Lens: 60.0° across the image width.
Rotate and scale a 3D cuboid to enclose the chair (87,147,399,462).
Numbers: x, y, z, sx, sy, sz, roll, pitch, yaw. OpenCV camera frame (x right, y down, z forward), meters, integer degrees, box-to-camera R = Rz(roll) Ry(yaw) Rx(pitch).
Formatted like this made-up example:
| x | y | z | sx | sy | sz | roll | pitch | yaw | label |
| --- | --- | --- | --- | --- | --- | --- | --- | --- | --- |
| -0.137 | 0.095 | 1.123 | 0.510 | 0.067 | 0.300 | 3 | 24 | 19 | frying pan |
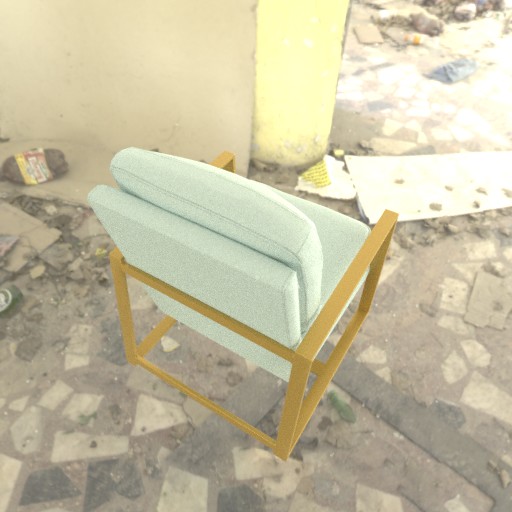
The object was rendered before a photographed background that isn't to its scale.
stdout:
| x | y | z | sx | sy | sz | roll | pitch | yaw | label |
| --- | --- | --- | --- | --- | --- | --- | --- | --- | --- |
| 0.000 | 0.000 | 1.586 | 0.758 | 0.956 | 0.813 | 25 | 51 | 22 | chair |
